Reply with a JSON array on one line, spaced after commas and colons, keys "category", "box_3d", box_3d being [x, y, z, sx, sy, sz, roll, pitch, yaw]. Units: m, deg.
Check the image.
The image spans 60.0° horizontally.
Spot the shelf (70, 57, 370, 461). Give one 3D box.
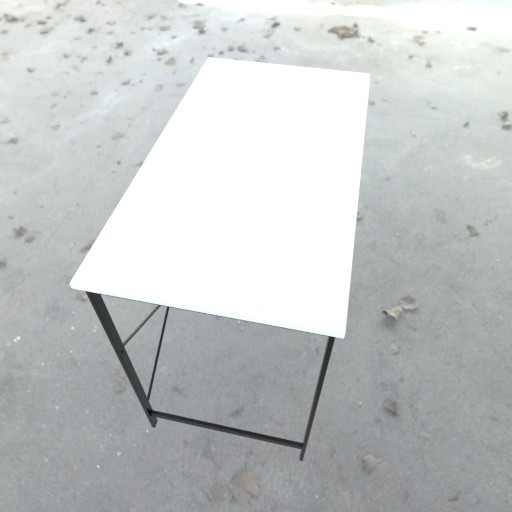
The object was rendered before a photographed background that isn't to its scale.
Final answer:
[{"category": "shelf", "box_3d": [0.000, 0.000, 1.340, 0.498, 0.750, 0.902, 9, 50, 8]}]
